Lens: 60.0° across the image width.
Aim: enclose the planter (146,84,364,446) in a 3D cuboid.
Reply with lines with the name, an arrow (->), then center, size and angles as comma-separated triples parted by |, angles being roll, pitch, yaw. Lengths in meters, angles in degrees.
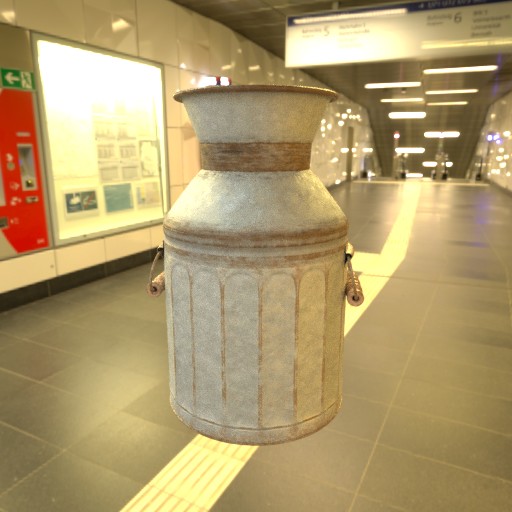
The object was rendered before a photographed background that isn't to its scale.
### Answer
planter -> 0.000, 0.000, 0.522 | 0.248, 0.358, 0.215 | 2, 14, 8
